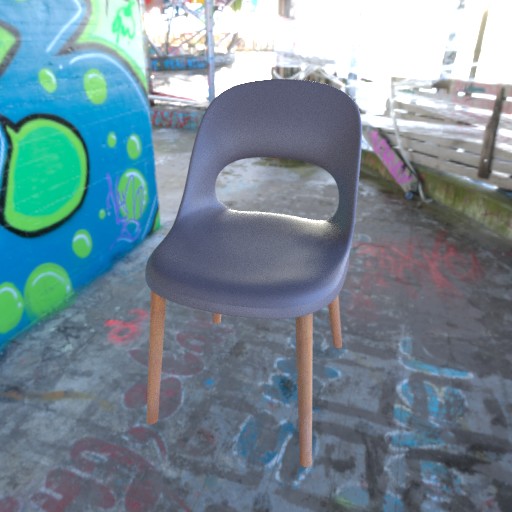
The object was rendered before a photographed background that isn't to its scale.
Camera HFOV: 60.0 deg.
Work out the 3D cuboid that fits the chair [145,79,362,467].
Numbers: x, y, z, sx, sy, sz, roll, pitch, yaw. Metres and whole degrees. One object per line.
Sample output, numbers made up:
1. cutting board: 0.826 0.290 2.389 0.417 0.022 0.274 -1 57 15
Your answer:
1. chair: 0.000 0.000 1.138 0.470 0.795 0.556 8 29 16
